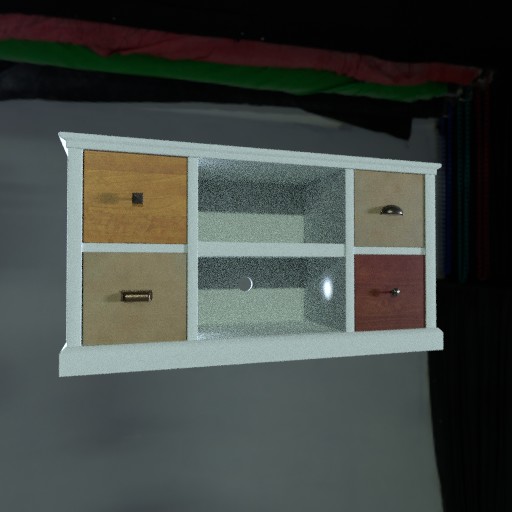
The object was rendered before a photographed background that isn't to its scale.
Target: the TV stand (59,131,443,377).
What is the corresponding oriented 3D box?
[{"bbox_3d":[0.000,0.000,1.497,1.187,0.624,0.424,0,-1,-18],"label":"TV stand"}]
